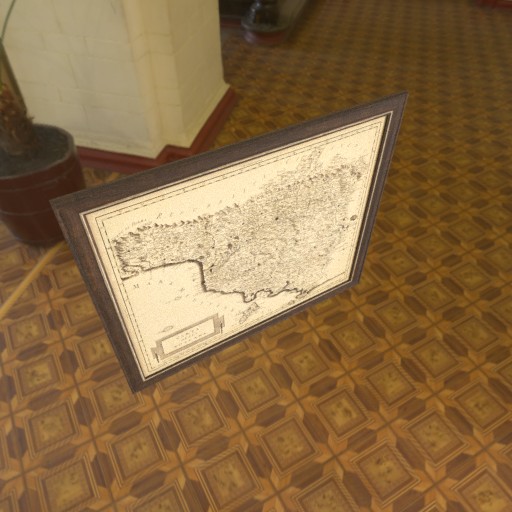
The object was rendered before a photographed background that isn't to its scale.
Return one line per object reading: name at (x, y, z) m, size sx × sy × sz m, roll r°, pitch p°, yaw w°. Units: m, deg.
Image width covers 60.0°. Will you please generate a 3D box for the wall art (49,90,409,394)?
wall art at (0.000, 0.000, 1.457) m, size 1.033 × 0.875 × 0.023 m, roll -23°, pitch 50°, yaw -20°
